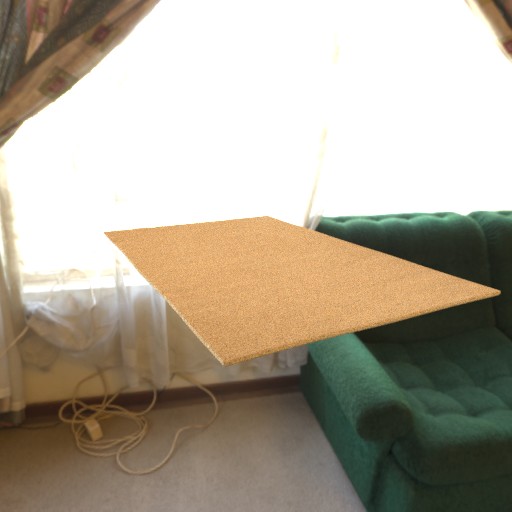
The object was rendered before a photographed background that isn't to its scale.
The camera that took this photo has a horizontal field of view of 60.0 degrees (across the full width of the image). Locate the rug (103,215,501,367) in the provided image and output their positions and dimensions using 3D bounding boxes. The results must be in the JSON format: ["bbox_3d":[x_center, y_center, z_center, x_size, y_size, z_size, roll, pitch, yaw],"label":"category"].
[{"bbox_3d":[0.000,0.000,2.857,1.500,0.025,2.346,-8,18,-27],"label":"rug"}]
